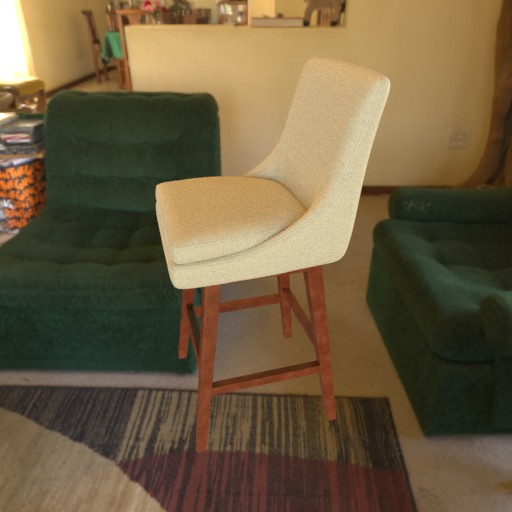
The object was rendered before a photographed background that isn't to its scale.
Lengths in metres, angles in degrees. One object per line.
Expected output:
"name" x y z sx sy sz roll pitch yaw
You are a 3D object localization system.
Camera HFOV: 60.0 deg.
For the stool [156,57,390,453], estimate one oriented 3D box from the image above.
"stool" 0.000 0.000 1.381 0.559 1.092 0.470 -8 31 -14
